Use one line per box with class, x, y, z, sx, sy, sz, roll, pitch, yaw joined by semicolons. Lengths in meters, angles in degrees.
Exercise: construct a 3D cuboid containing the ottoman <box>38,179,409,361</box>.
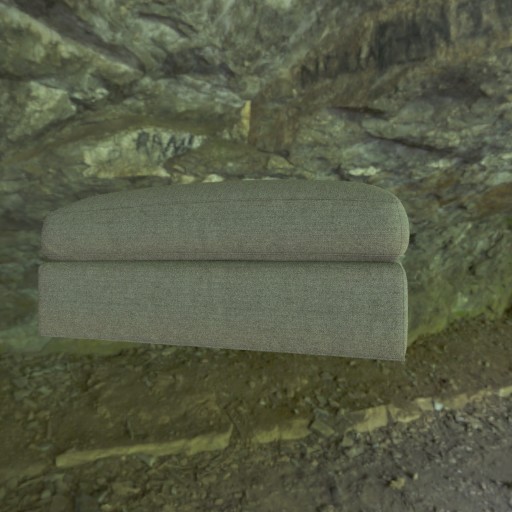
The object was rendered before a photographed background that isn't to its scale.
ottoman;0.000;0.000;1.620;1.041;0.470;1.041;0;0;18
